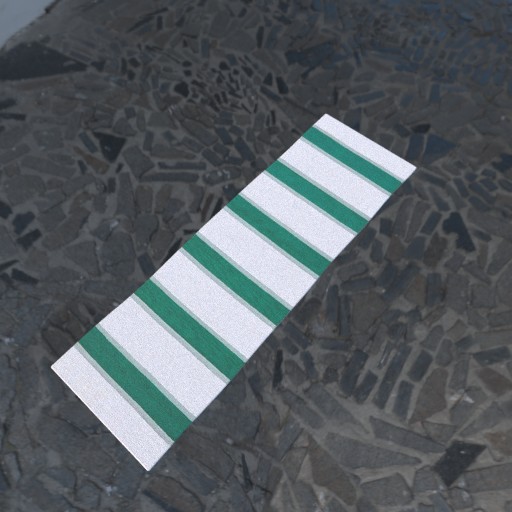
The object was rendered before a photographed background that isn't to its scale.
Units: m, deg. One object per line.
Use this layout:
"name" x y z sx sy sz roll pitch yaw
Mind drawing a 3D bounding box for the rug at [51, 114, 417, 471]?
"rug" 0.000 0.000 2.670 0.768 0.012 2.438 37 68 18
